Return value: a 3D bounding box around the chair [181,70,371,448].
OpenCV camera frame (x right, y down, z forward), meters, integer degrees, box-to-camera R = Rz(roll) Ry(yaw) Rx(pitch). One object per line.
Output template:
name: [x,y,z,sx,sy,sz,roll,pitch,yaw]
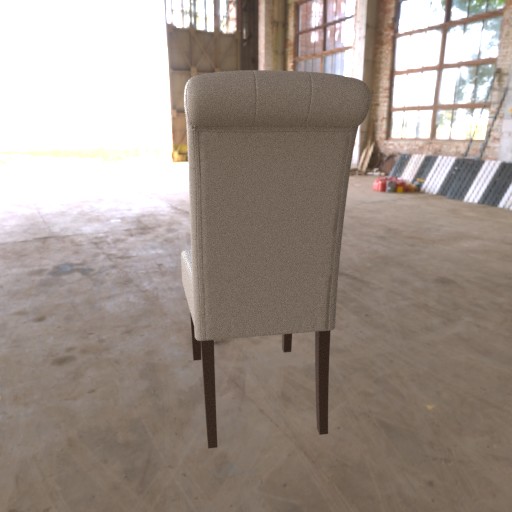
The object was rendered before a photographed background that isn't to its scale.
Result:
chair: [0.000,0.000,1.377,0.456,1.006,0.671,-3,16,-10]
